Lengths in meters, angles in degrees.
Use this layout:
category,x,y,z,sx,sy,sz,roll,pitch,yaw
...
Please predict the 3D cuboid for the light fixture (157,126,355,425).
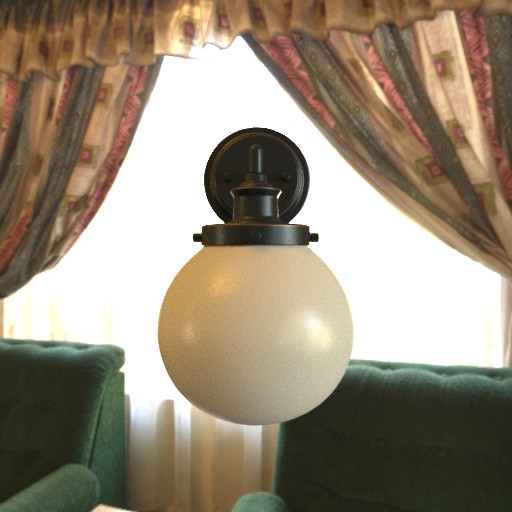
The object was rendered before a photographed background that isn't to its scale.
category,x,y,z,sx,sy,sz,roll,pitch,yaw
light fixture,0.000,0.000,0.469,0.197,0.332,0.230,0,1,1
